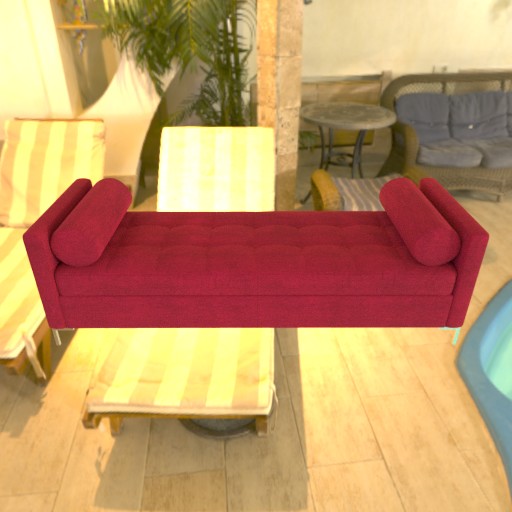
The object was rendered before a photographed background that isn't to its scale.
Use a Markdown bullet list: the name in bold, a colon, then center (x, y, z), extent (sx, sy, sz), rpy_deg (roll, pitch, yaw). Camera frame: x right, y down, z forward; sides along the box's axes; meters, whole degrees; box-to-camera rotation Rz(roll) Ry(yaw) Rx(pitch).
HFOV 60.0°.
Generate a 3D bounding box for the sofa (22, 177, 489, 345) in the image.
- **sofa**: center (0.000, 0.000, 2.305), extent (1.981, 0.635, 0.686), rpy_deg (0, 30, 0)
